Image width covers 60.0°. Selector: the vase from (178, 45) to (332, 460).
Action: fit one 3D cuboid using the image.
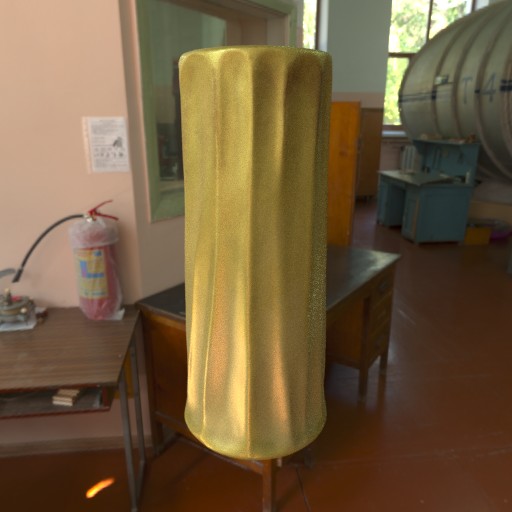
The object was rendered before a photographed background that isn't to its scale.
[{"bbox_3d":[0.000,0.000,0.173,0.061,0.143,0.061,0,17,0],"label":"vase"}]
